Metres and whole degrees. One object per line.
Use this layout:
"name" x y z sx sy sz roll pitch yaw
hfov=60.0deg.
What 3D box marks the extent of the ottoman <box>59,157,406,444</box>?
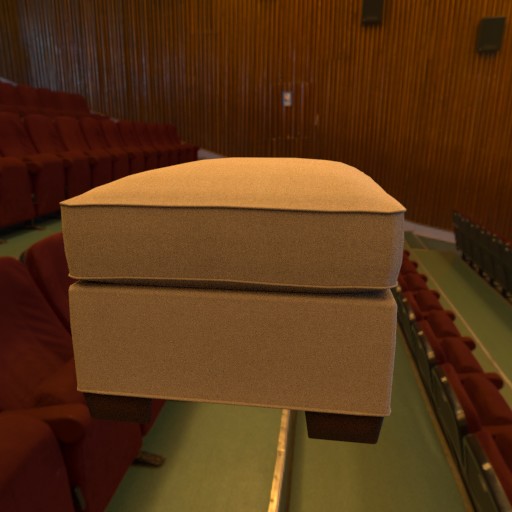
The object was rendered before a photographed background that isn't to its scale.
"ottoman" 0.000 0.000 1.195 0.617 0.503 0.846 2 15 8
